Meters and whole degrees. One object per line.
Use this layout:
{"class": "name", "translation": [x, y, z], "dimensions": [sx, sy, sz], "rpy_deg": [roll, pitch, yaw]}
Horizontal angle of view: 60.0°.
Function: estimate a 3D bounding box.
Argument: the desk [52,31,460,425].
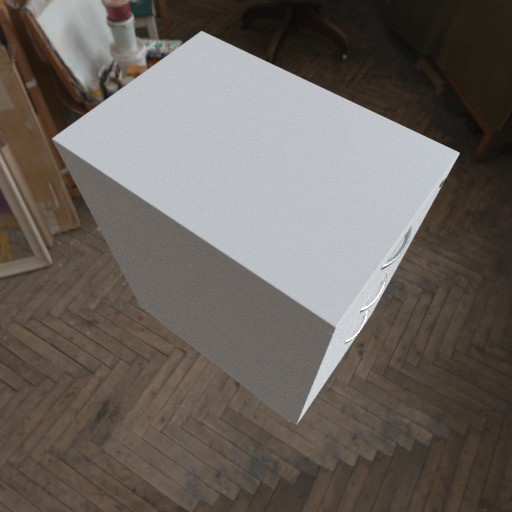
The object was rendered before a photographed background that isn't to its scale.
{"class": "desk", "translation": [0.000, 0.000, 1.083], "dimensions": [0.600, 0.730, 0.404], "rpy_deg": [33, 64, 18]}
